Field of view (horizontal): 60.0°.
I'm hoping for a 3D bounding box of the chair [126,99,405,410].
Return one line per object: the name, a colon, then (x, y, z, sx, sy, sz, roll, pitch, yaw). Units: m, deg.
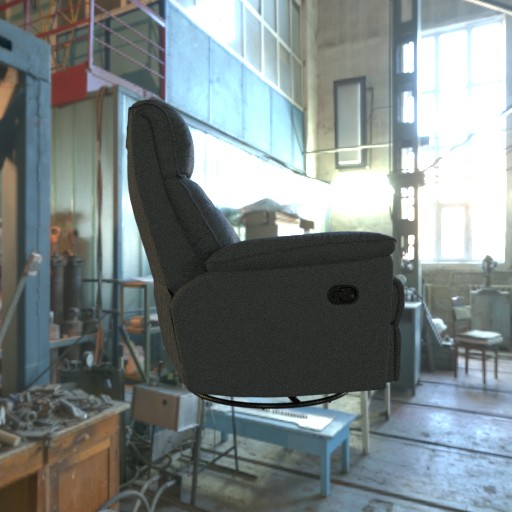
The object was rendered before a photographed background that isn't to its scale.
chair: (0.000, 0.000, 1.789, 1.004, 1.037, 0.820, 0, 0, -17)
